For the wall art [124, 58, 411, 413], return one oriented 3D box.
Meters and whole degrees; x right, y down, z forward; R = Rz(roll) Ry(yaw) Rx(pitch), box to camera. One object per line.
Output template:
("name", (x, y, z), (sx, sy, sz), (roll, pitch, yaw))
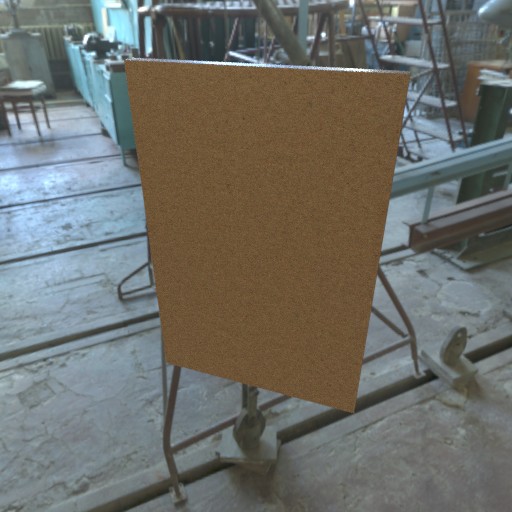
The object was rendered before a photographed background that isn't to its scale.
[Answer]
("wall art", (0.000, 0.000, 1.146), (0.610, 0.914, 0.037), (10, 32, 17))
